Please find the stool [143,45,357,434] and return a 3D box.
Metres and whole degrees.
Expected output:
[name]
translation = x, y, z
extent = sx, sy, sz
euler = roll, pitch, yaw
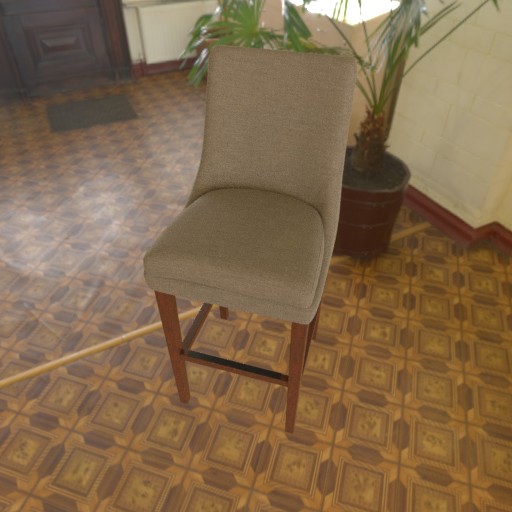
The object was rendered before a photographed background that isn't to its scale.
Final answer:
[stool]
translation = 0.000, 0.000, 1.387
extent = 0.470, 1.078, 0.577
euler = 11, 42, 13
